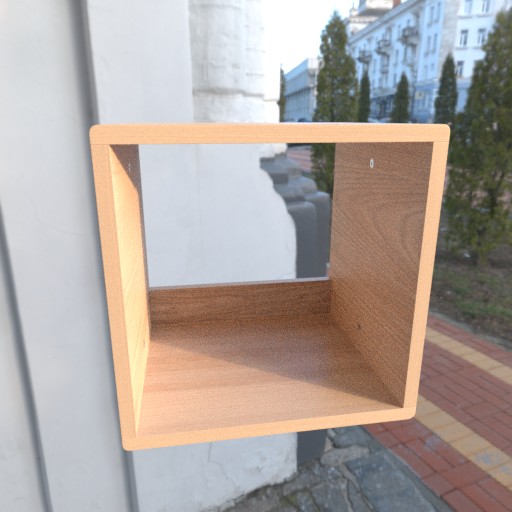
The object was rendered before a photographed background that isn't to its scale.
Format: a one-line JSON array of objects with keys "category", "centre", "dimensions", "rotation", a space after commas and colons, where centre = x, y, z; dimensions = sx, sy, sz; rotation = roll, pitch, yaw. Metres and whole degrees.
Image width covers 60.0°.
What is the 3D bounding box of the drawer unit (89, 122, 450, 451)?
[{"category": "drawer unit", "centre": [0.000, 0.000, 0.600], "dimensions": [0.344, 0.344, 0.290], "rotation": [-3, 17, -9]}]
